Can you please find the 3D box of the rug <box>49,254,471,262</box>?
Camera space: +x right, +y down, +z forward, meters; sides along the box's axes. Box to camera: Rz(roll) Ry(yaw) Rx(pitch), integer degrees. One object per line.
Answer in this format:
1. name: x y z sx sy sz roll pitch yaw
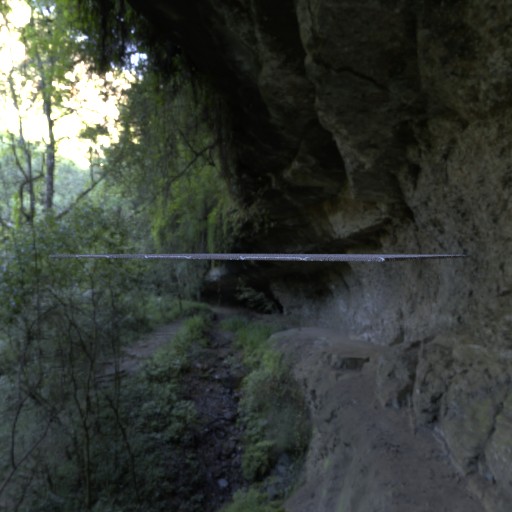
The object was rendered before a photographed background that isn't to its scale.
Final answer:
1. rug: 0.000 0.000 2.315 1.836 0.012 1.239 0 1 36
